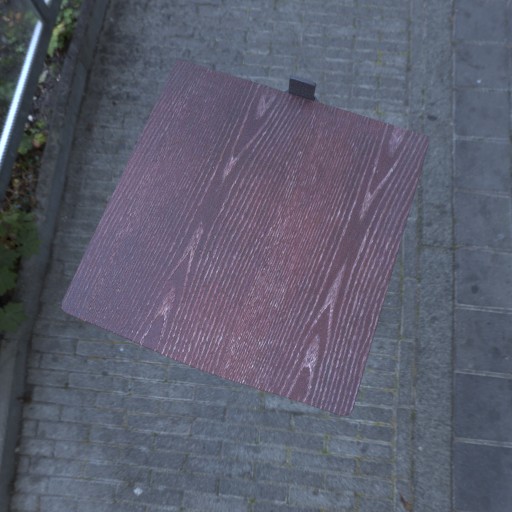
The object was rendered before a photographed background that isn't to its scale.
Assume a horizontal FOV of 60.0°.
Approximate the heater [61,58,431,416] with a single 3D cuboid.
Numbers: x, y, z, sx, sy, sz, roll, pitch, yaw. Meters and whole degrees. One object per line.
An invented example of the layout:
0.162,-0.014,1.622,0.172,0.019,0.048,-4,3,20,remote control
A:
0.000,0.000,0.755,0.362,0.481,0.400,19,76,5,heater
